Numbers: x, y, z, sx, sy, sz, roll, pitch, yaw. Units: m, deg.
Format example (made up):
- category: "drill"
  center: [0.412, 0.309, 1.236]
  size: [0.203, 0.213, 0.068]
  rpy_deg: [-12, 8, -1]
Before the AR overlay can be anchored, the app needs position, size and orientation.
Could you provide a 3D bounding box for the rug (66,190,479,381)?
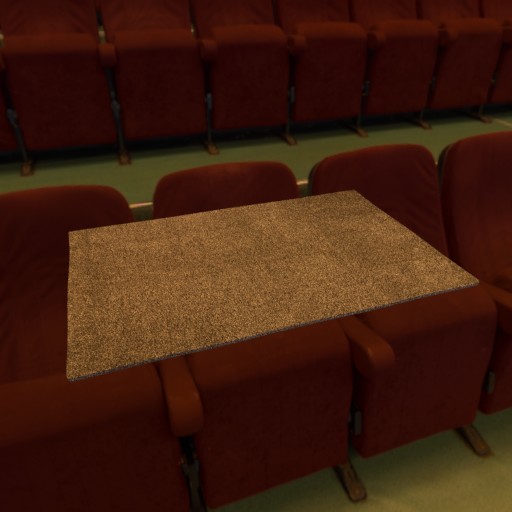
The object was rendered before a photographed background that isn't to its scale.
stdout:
- category: "rug"
  center: [0.000, 0.000, 2.946]
  size: [2.352, 0.025, 1.501]
  rpy_deg: [-10, 33, -16]
